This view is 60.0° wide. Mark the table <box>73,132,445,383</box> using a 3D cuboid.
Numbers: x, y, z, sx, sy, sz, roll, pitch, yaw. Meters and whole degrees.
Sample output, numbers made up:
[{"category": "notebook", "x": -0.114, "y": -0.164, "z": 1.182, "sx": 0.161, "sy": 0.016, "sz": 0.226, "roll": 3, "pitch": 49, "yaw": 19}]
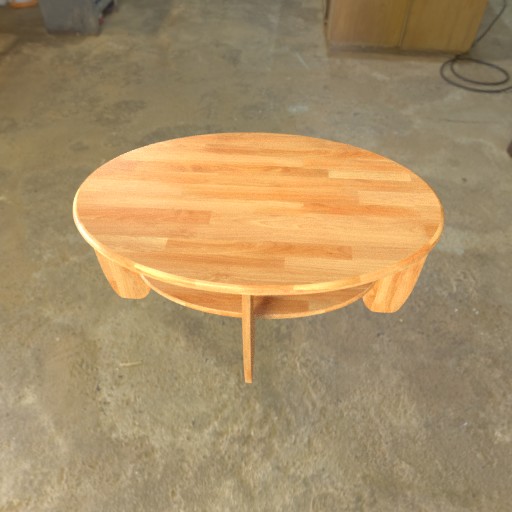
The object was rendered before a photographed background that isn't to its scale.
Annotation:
[{"category": "table", "x": 0.000, "y": 0.000, "z": 1.408, "sx": 1.040, "sy": 0.490, "sz": 0.690, "roll": 3, "pitch": 46, "yaw": 3}]
